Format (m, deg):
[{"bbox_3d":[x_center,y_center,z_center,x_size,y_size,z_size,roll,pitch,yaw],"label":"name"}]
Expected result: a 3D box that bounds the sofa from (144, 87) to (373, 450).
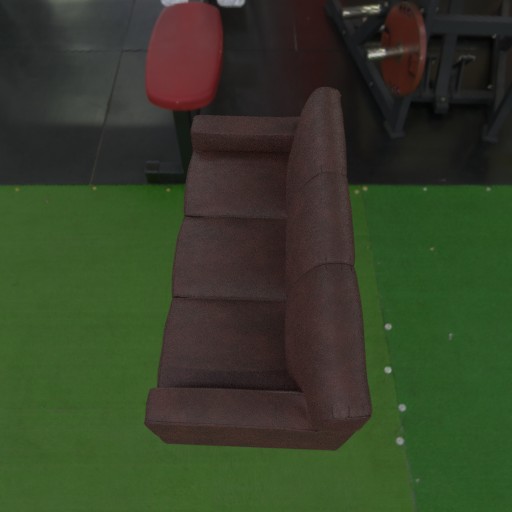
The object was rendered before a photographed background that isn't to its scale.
[{"bbox_3d":[0.000,0.000,2.620,1.008,0.953,2.039,2,58,1],"label":"sofa"}]
